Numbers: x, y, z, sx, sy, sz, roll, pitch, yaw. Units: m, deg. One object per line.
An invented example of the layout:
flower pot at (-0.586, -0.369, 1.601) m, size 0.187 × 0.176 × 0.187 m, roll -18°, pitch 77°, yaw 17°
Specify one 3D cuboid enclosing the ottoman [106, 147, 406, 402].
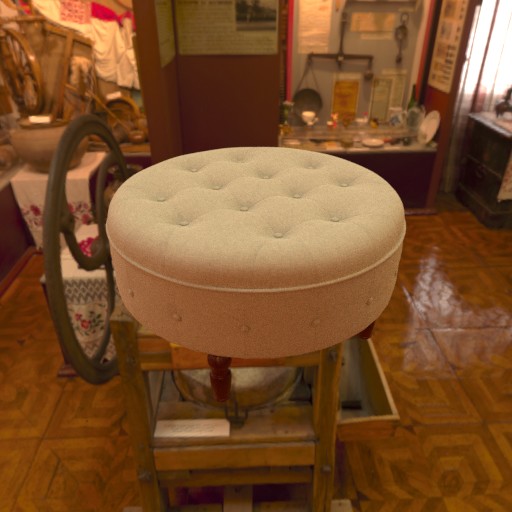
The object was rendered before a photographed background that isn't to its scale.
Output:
ottoman at (0.000, 0.000, 1.389) m, size 0.849 × 0.478 × 0.849 m, roll 0°, pitch 31°, yaw 0°
